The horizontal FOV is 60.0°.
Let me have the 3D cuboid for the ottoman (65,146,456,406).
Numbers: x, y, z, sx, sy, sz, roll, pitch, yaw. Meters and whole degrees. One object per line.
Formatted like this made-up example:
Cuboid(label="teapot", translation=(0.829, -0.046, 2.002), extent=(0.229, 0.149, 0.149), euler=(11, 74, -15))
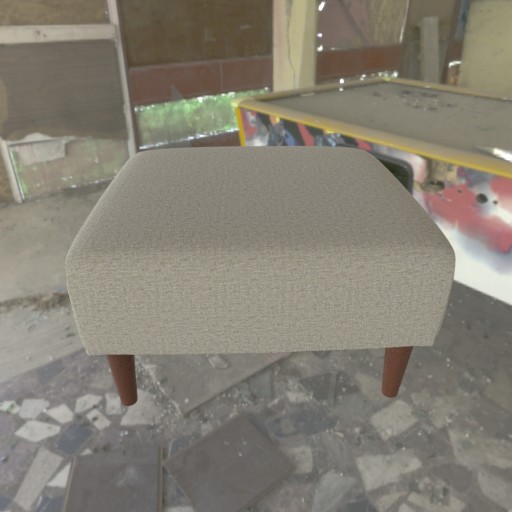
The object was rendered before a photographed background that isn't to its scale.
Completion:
Cuboid(label="ottoman", translation=(0.000, 0.000, 1.061), extent=(0.655, 0.399, 0.648), euler=(-1, 30, -2))
